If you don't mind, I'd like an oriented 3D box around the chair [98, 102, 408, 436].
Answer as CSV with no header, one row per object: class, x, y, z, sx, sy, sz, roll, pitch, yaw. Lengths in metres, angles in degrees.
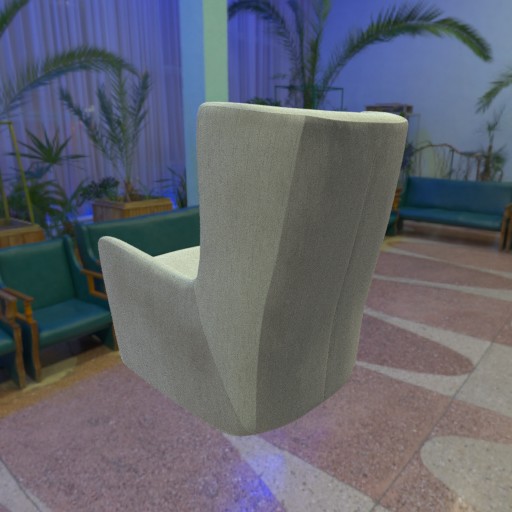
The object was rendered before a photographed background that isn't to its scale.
chair,0.000,0.000,1.593,0.904,1.000,0.779,14,21,42
